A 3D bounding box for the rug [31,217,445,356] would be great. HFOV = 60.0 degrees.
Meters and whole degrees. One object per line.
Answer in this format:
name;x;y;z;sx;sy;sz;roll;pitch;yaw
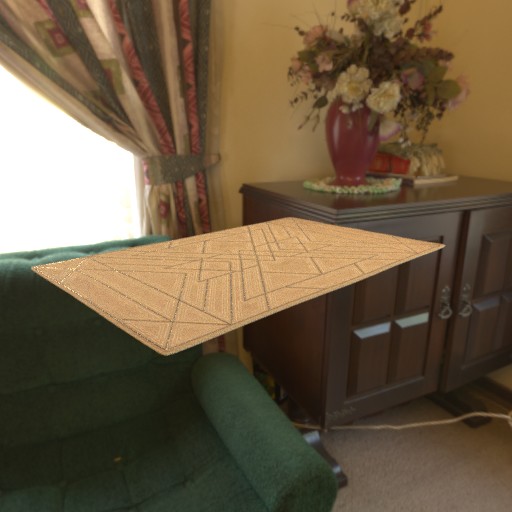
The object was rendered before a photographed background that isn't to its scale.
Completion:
rug;0.000;0.000;3.069;2.459;0.023;1.575;-14;21;-41
